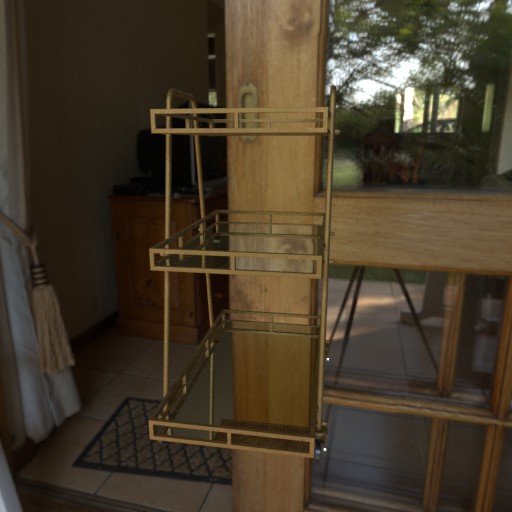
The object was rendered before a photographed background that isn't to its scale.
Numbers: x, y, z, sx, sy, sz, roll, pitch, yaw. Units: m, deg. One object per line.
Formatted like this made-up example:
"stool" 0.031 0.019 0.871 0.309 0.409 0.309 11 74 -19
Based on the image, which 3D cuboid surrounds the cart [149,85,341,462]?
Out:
"cart" 0.000 0.000 1.253 0.441 0.883 0.711 2 15 9
